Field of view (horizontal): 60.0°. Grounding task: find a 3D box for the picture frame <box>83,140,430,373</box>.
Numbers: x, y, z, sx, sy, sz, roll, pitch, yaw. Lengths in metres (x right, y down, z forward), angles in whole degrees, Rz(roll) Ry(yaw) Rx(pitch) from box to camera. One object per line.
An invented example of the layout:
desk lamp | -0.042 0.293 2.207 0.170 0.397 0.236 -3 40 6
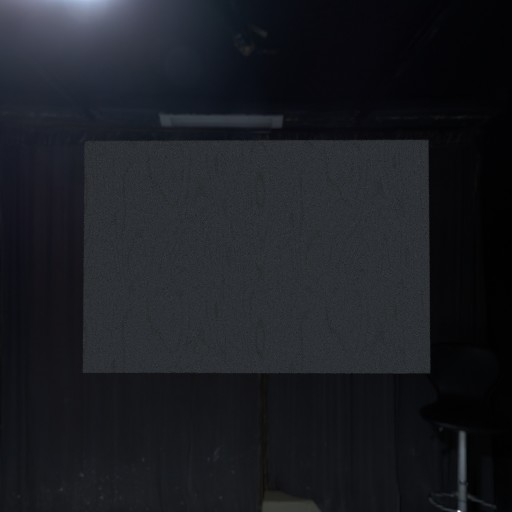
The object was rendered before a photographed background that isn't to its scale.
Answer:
picture frame | 0.000 0.000 1.234 0.950 0.640 0.029 0 -1 1
